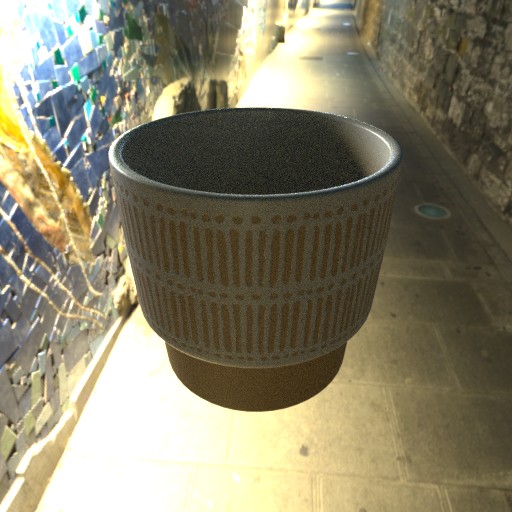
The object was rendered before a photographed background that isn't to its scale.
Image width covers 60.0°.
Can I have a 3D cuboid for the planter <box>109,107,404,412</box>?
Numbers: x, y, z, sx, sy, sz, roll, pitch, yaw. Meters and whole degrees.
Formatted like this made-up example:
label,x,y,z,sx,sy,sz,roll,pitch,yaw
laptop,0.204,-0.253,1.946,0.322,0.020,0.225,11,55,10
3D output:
label,x,y,z,sx,sy,sz,roll,pitch,yaw
planter,0.000,0.000,0.572,0.317,0.303,0.317,0,32,0
